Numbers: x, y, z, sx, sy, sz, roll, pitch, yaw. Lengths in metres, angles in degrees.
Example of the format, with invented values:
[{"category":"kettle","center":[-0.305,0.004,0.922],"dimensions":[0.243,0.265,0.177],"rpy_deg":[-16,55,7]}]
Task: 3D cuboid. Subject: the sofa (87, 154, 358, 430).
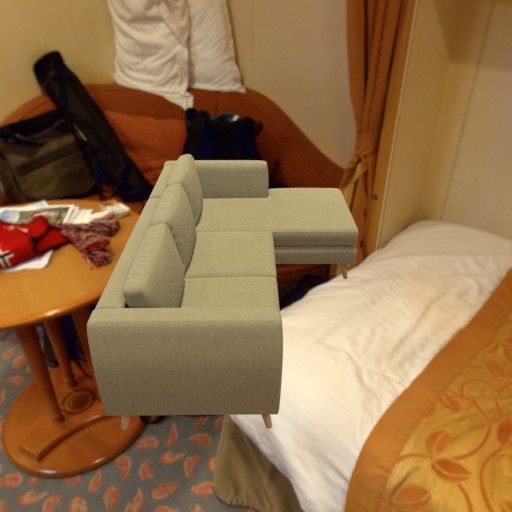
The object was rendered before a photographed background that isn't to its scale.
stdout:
[{"category":"sofa","center":[0.000,0.000,3.101],"dimensions":[1.580,0.860,2.300],"rpy_deg":[0,31,0]}]
